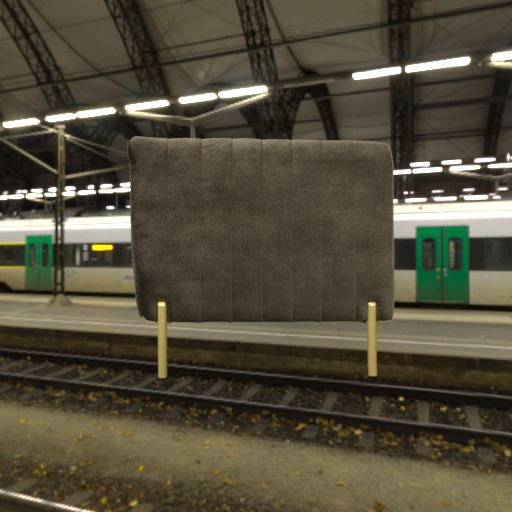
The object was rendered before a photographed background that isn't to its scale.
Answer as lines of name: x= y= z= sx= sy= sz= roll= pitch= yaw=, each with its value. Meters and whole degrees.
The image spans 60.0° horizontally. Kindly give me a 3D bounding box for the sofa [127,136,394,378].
sofa: x=0.000 y=0.000 z=2.380 sx=0.876 sy=0.780 sz=1.980 roll=0 pitch=0 yaw=-1
